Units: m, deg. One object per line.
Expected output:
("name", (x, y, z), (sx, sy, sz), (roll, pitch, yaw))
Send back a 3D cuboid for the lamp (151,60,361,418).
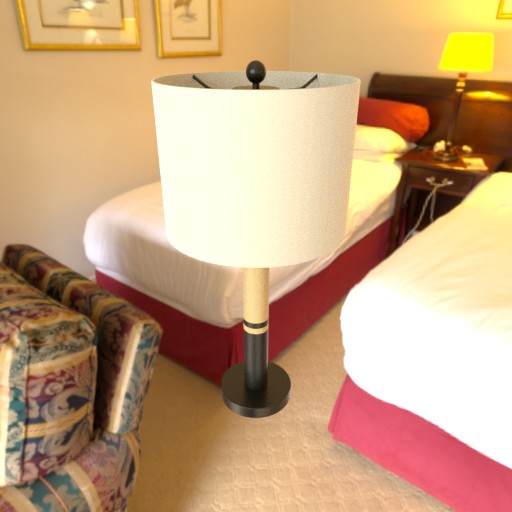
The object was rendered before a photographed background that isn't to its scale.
("lamp", (0.000, 0.000, 0.791), (0.305, 0.640, 0.305), (1, 27, 1))
